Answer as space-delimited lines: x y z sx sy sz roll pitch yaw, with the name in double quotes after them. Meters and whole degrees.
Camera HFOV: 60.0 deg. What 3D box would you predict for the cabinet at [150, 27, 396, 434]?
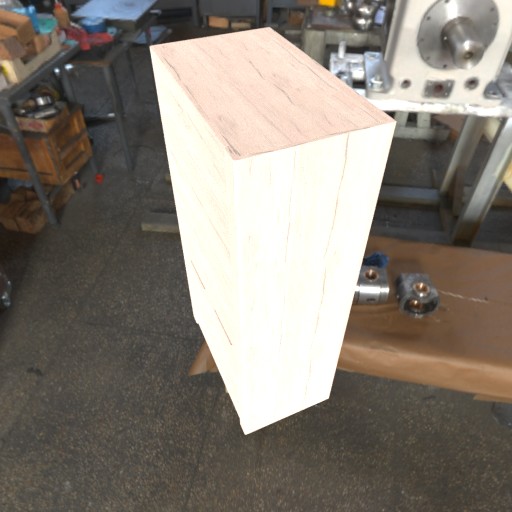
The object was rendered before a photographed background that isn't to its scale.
0.000 0.000 2.380 0.580 1.930 0.980 -18 48 -17 "cabinet"
